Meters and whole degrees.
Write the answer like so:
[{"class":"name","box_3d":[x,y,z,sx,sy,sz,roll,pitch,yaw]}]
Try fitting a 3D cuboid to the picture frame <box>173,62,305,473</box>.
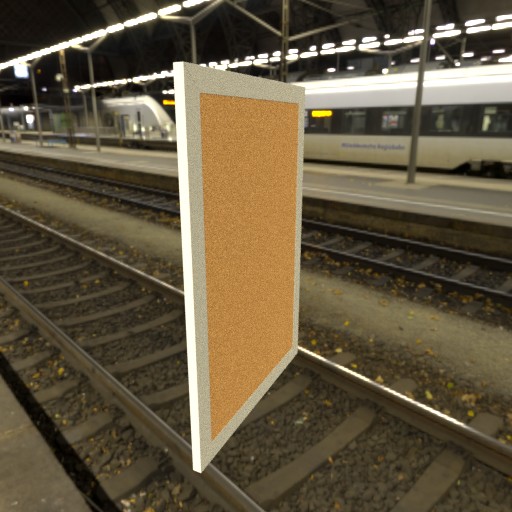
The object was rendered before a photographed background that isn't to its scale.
[{"class":"picture frame","box_3d":[0.000,0.000,0.613,0.011,0.459,0.326,8,18,25]}]
